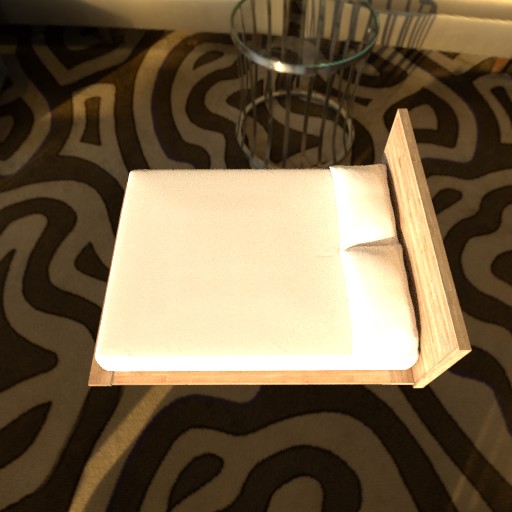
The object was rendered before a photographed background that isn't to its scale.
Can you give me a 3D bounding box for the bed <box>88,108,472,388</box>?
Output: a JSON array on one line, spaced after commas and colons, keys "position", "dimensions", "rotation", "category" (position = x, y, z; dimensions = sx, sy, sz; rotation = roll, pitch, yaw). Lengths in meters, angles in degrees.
[{"position": [0.000, 0.000, 3.106], "dimensions": [2.145, 1.071, 1.759], "rotation": [0, 59, 0], "category": "bed"}]
